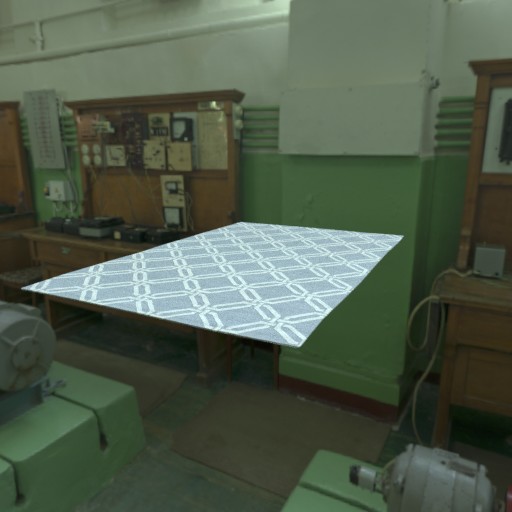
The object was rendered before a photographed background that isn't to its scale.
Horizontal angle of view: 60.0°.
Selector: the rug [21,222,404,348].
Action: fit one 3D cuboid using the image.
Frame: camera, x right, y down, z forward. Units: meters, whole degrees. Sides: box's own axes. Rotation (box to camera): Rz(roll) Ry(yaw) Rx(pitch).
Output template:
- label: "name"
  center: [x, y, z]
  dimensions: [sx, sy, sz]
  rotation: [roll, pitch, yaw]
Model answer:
- label: "rug"
  center: [0.000, 0.000, 2.194]
  dimensions: [1.148, 0.010, 1.754]
  rotation: [7, 15, 26]
